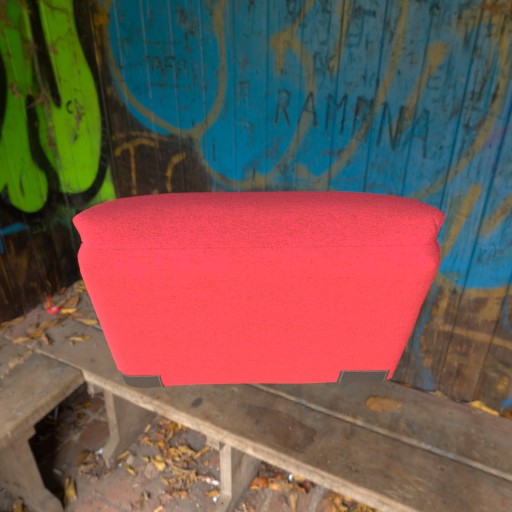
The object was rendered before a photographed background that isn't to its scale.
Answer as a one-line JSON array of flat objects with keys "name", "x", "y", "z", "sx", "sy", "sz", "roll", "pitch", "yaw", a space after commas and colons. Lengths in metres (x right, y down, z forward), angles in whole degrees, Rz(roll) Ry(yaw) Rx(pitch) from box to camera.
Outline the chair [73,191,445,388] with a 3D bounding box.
[{"name": "chair", "x": 0.000, "y": 0.000, "z": 1.355, "sx": 0.820, "sy": 0.580, "sz": 0.780, "roll": -1, "pitch": 28, "yaw": -2}]
